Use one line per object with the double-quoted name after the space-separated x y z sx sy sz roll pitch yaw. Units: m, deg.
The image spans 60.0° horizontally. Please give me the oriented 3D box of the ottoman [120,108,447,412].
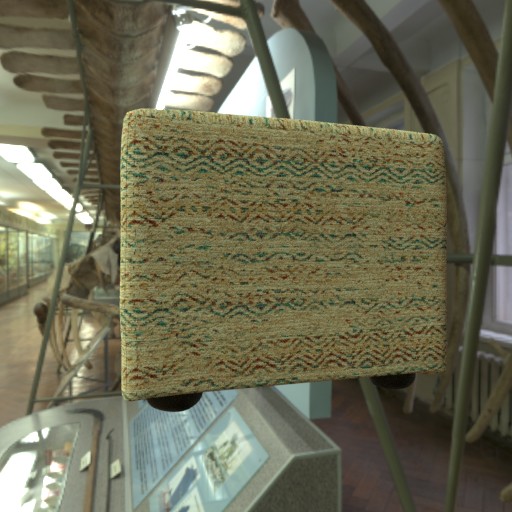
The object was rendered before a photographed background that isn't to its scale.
0.000 0.000 0.889 0.521 0.453 0.512 0 0 -17 "ottoman"
